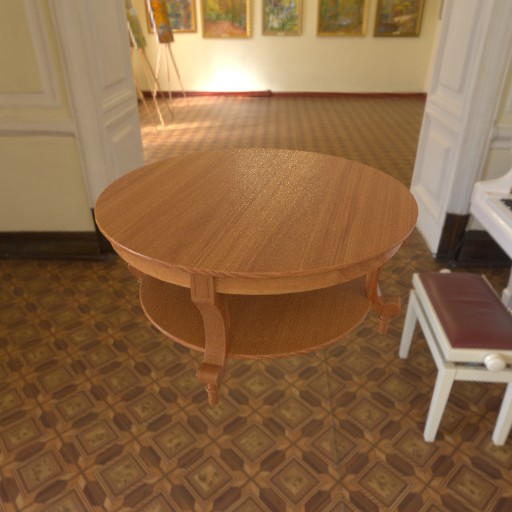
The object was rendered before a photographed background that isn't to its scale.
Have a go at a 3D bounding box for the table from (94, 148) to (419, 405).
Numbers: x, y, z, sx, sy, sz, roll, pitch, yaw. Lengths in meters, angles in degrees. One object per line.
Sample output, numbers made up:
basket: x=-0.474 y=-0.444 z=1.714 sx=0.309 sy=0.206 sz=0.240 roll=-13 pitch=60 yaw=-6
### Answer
table: x=0.000 y=0.000 z=1.588 sx=1.029 sy=0.490 sz=1.029 roll=0 pitch=30 yaw=0
